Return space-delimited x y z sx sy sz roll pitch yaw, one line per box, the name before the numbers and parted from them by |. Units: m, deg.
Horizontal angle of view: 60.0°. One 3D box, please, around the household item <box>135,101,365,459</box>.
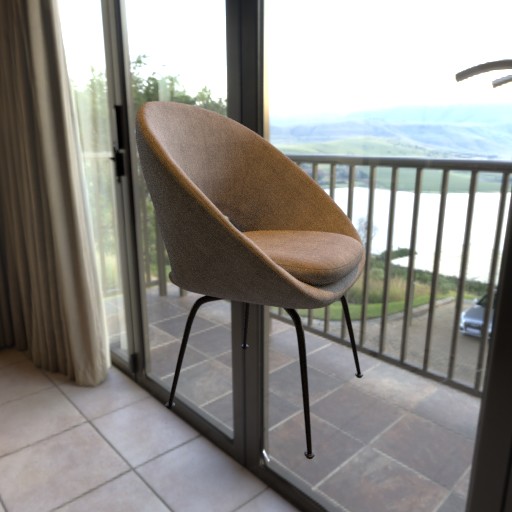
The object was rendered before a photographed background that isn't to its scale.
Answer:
household item | 0.000 0.000 1.296 0.587 0.869 0.643 8 16 28
